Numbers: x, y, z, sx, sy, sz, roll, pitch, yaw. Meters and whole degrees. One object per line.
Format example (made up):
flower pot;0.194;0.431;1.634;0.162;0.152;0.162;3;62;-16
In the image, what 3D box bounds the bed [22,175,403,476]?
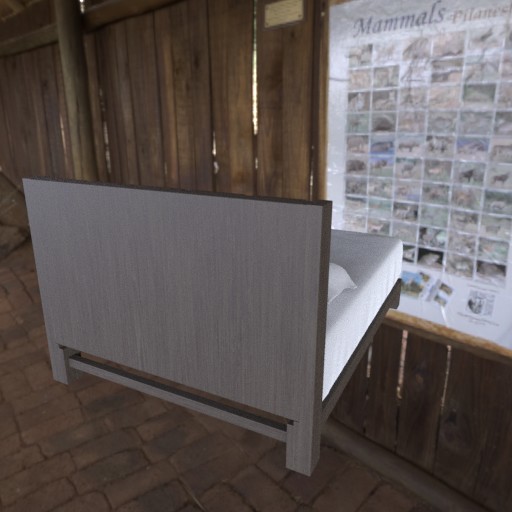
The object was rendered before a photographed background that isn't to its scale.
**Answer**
bed;0.000;0.000;3.191;1.727;1.270;2.242;9;19;26
